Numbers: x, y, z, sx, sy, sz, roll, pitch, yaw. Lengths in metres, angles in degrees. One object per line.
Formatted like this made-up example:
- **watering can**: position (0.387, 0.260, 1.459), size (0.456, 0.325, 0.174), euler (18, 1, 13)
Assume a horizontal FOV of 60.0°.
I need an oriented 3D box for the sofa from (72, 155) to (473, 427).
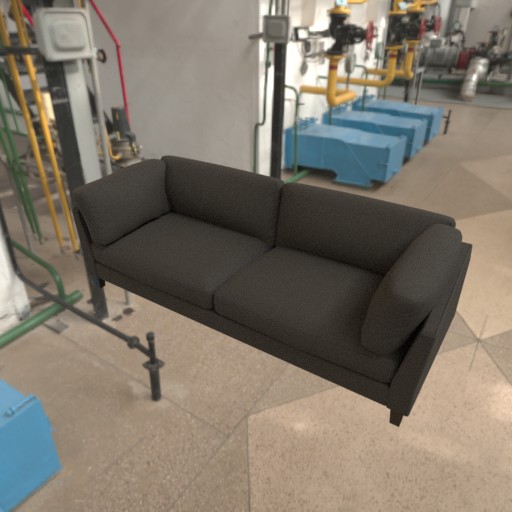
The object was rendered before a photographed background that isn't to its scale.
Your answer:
- **sofa**: position (0.000, 0.000, 2.737), size (2.312, 0.792, 0.969), euler (18, 34, 29)
